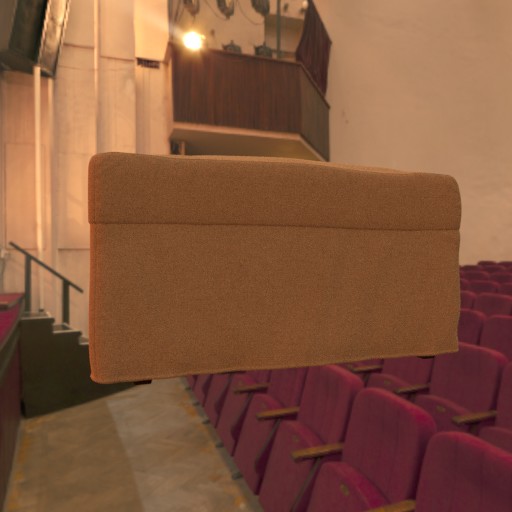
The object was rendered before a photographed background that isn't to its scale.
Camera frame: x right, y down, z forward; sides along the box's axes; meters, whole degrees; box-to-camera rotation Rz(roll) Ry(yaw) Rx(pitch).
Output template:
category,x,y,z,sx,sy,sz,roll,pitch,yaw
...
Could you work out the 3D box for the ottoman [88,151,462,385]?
category,x,y,z,sx,sy,sz,roll,pitch,yaw
ottoman,0.000,0.000,1.217,0.833,0.485,0.650,0,1,-18
